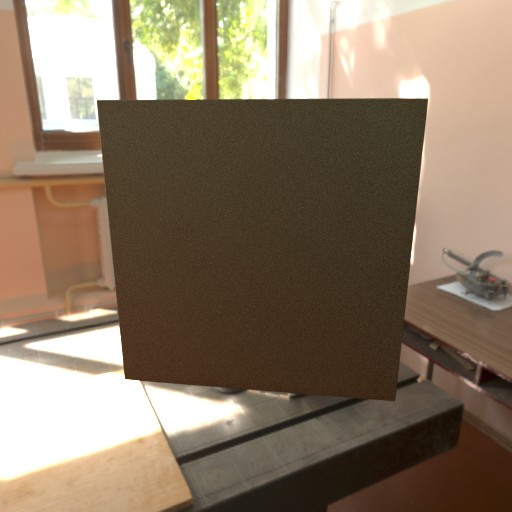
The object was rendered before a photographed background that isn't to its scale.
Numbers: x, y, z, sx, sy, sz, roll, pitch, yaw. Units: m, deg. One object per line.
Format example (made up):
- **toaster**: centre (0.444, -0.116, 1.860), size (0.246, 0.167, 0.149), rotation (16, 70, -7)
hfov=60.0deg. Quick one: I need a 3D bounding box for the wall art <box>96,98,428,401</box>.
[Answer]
- **wall art**: centre (0.000, 0.000, 0.760), size (0.503, 0.506, 0.040), rotation (2, 17, 7)
